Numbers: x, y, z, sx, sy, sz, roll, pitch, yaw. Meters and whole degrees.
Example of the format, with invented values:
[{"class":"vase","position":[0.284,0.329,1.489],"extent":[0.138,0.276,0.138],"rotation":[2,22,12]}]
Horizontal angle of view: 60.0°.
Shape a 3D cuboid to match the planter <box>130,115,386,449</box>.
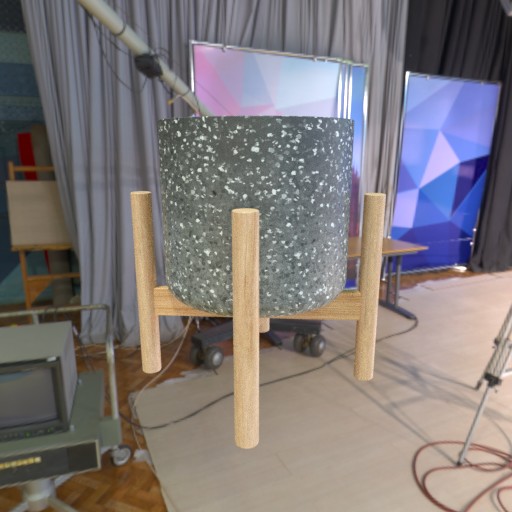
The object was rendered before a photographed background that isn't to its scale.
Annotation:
[{"class":"planter","position":[0.000,0.000,0.551],"extent":[0.284,0.320,0.284],"rotation":[7,16,26]}]
